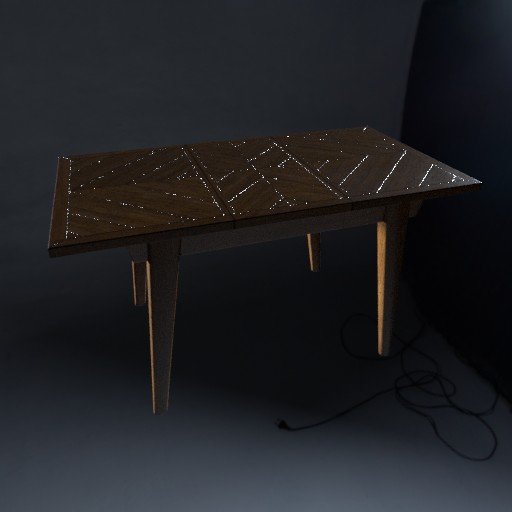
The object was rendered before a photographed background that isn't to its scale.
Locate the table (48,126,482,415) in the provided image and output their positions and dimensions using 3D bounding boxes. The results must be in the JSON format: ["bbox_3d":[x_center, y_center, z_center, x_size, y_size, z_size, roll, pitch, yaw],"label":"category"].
[{"bbox_3d":[0.000,0.000,1.848,1.400,0.760,0.757,-10,33,-16],"label":"table"}]
